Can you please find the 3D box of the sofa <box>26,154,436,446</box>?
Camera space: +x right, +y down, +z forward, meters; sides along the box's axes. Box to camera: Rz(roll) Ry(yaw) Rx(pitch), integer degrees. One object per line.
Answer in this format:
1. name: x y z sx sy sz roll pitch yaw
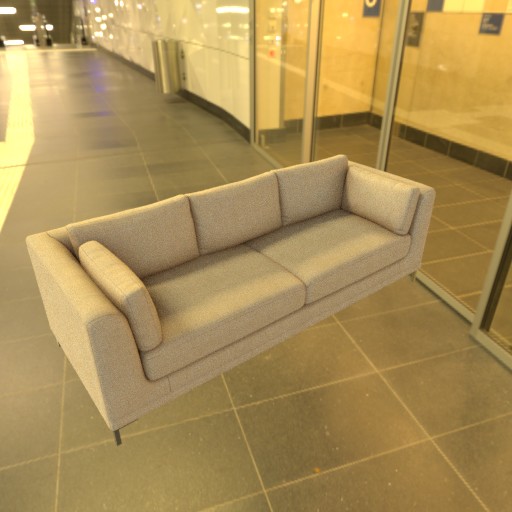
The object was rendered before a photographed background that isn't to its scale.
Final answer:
1. sofa: 0.000 0.000 2.857 2.415 0.867 0.969 -21 35 -32
